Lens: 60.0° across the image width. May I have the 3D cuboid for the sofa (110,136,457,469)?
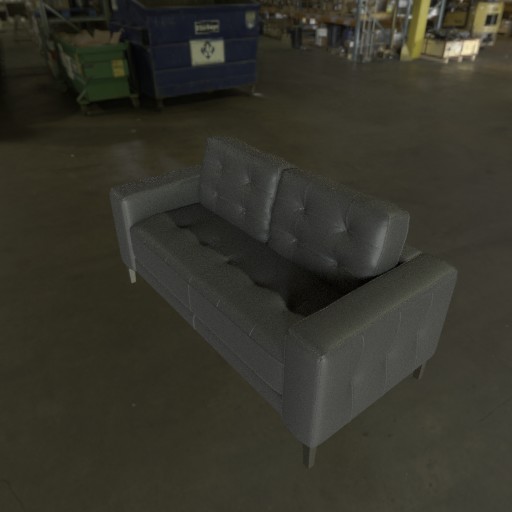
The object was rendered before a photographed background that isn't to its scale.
[{"bbox_3d":[0.000,0.000,2.273,0.833,0.893,1.726,-23,39,-32],"label":"sofa"}]
